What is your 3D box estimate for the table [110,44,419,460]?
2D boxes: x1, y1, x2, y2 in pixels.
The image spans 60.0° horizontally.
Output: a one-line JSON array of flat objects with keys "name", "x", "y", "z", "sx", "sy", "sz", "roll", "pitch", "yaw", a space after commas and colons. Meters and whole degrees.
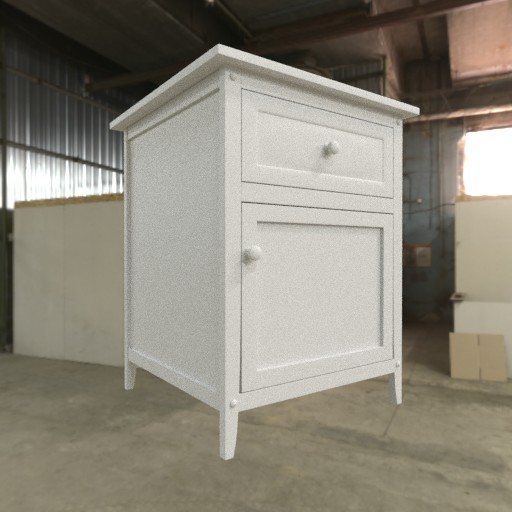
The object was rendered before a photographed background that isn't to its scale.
[{"name": "table", "x": 0.000, "y": 0.000, "z": 0.765, "sx": 0.381, "sy": 0.483, "sz": 0.381, "roll": 0, "pitch": 1, "yaw": -36}]
